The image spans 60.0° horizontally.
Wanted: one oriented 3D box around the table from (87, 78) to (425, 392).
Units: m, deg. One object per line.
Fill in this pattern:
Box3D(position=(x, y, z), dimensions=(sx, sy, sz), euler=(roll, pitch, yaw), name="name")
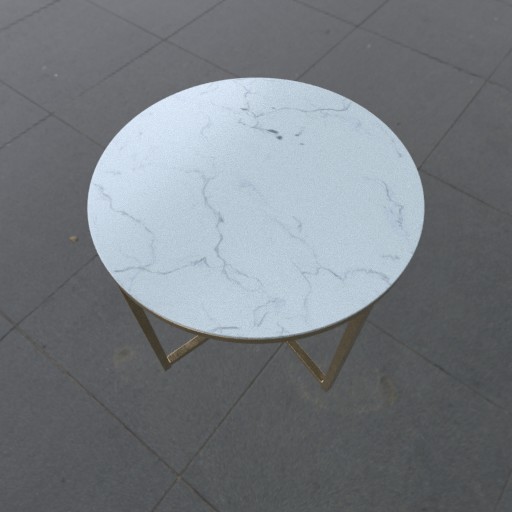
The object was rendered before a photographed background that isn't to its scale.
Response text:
Box3D(position=(0.000, 0.000, 0.847), dimensions=(0.500, 0.420, 0.500), euler=(0, 58, 0), name="table")
